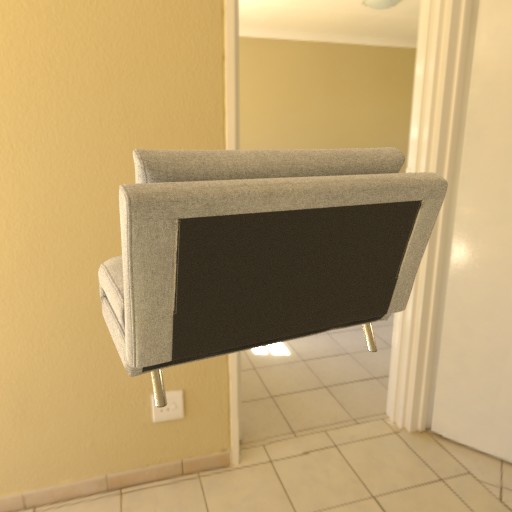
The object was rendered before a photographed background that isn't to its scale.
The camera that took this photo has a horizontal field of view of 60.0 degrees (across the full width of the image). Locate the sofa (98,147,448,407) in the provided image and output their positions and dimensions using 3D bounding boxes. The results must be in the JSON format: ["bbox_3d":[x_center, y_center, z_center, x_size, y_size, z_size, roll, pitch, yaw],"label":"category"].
[{"bbox_3d":[0.000,0.000,1.909,1.220,0.910,0.910,-7,16,-25],"label":"sofa"}]
